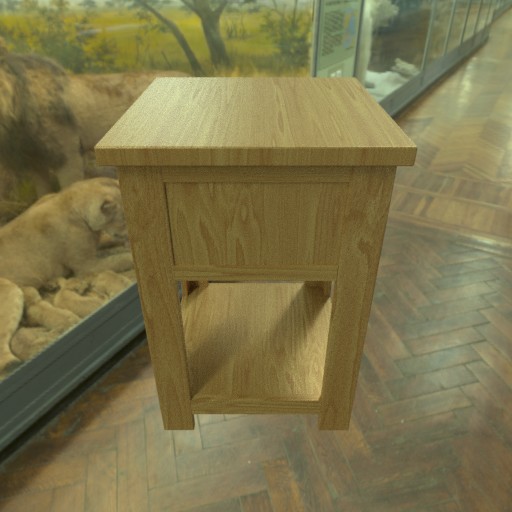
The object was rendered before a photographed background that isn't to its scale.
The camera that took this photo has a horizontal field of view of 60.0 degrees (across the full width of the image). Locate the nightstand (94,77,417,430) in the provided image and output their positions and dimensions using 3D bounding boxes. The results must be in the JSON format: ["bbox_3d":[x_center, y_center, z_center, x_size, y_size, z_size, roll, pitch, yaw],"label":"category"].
[{"bbox_3d":[0.000,0.000,0.916,0.418,0.614,0.428,0,33,0],"label":"nightstand"}]
